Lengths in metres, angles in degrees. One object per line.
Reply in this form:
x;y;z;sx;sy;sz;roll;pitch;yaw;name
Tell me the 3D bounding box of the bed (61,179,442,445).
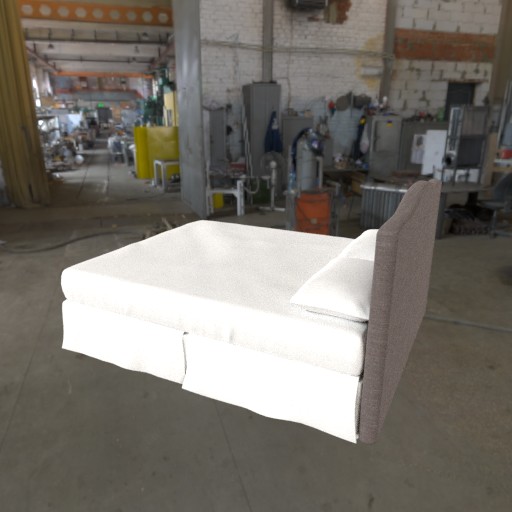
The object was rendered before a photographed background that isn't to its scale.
0.000;0.000;3.879;2.689;1.457;2.161;9;20;26;bed
